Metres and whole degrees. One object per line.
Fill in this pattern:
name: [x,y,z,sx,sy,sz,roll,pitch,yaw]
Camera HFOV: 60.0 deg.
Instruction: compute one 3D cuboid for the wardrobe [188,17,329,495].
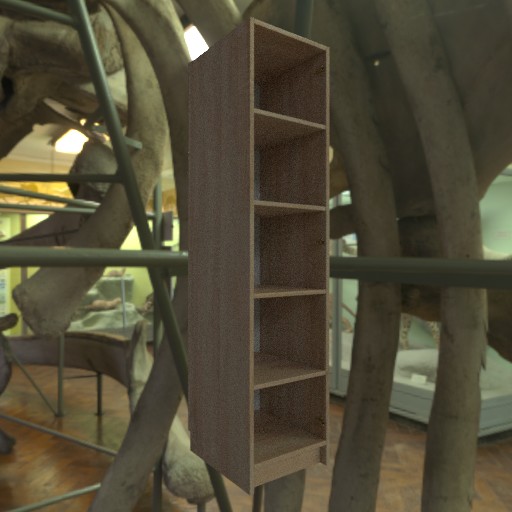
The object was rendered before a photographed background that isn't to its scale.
wardrobe: [0.000,0.000,2.341,0.496,2.117,0.588,0,0,-36]
